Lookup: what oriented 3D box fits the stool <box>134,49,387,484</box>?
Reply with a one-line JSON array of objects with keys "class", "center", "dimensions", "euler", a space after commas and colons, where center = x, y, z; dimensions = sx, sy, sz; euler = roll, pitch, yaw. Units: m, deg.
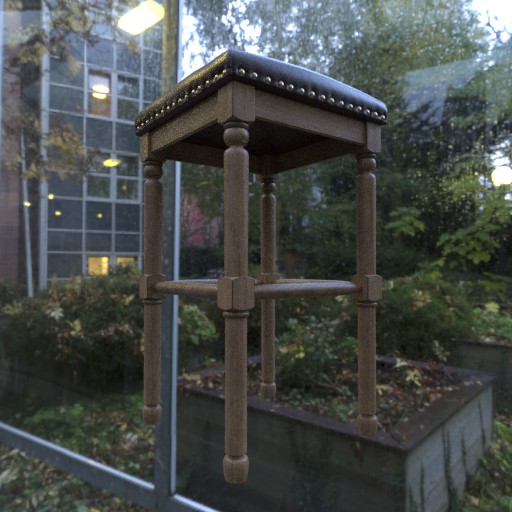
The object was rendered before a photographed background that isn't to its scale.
[{"class": "stool", "center": [0.000, 0.000, 0.916], "dimensions": [0.383, 0.702, 0.382], "euler": [1, -2, -37]}]
